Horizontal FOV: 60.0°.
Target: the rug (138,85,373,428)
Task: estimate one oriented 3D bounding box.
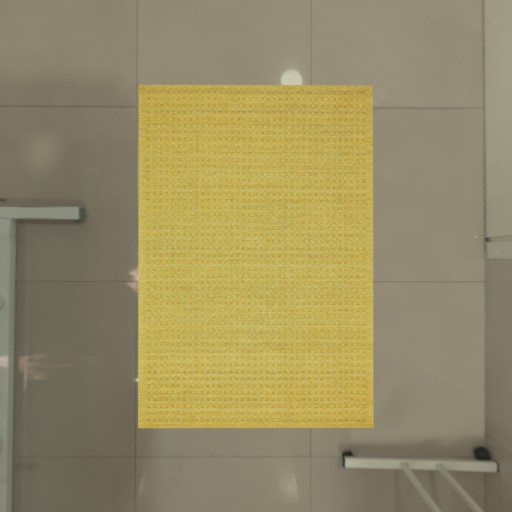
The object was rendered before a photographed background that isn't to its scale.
[{"bbox_3d":[0.000,0.000,3.745,1.981,0.006,2.895,0,90,0],"label":"rug"}]
